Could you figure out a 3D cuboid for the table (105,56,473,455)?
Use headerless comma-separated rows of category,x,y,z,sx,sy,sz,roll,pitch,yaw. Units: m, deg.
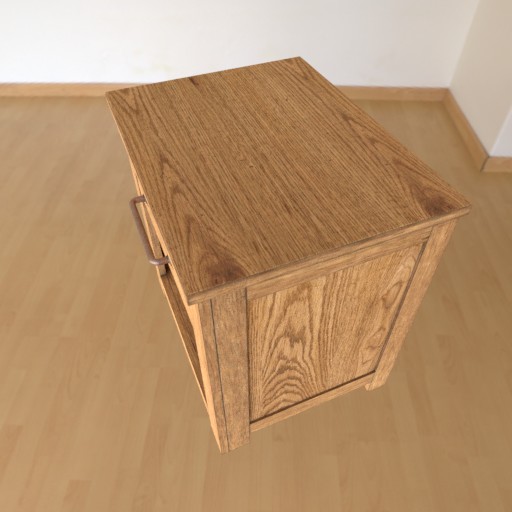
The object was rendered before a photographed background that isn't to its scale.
table,0.000,0.000,1.048,0.494,0.625,0.601,-17,49,-16
